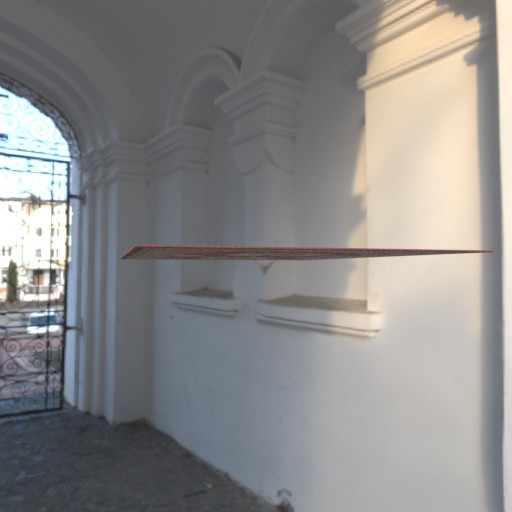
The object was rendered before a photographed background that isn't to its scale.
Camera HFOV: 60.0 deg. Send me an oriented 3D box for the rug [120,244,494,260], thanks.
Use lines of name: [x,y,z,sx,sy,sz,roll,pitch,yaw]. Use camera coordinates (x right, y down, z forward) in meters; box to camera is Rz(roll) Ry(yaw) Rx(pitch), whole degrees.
rug: [0.000,0.000,4.189,2.381,0.013,3.197,1,-2,-18]
